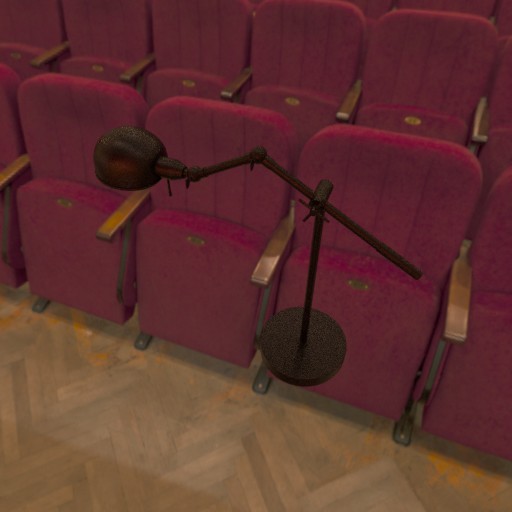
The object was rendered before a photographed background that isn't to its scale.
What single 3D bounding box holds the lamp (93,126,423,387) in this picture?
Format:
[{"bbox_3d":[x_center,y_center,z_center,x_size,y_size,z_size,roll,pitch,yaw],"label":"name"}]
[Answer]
[{"bbox_3d":[0.000,0.000,0.829,0.567,0.495,0.185,16,47,15],"label":"lamp"}]
